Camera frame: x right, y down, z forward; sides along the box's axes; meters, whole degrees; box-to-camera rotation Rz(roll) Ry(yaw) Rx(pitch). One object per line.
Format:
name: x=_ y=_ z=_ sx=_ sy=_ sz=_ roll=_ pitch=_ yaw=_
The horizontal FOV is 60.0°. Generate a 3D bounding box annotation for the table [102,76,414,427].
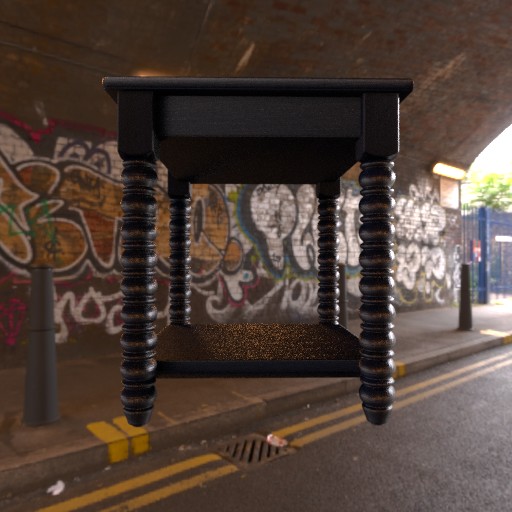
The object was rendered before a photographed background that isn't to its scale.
table: x=0.000 y=0.000 z=0.968 sx=0.500 sy=0.567 sz=0.533 roll=0 pitch=0 yaw=-1
